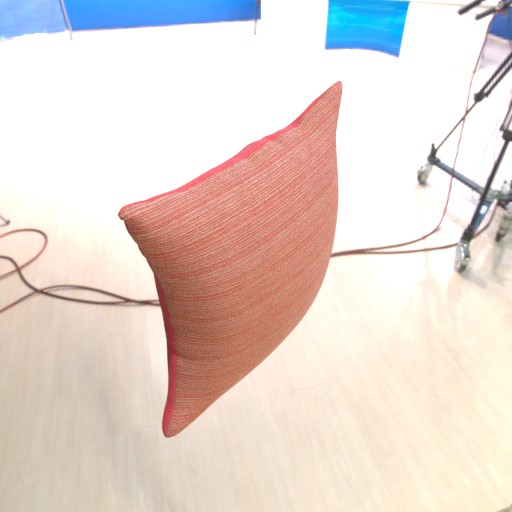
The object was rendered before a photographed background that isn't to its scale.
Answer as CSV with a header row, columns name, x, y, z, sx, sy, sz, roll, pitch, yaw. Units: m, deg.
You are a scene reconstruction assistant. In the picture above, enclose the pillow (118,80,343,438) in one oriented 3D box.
name,x,y,z,sx,sy,sz,roll,pitch,yaw
pillow,0.000,0.000,0.828,0.229,0.501,0.559,25,46,27
